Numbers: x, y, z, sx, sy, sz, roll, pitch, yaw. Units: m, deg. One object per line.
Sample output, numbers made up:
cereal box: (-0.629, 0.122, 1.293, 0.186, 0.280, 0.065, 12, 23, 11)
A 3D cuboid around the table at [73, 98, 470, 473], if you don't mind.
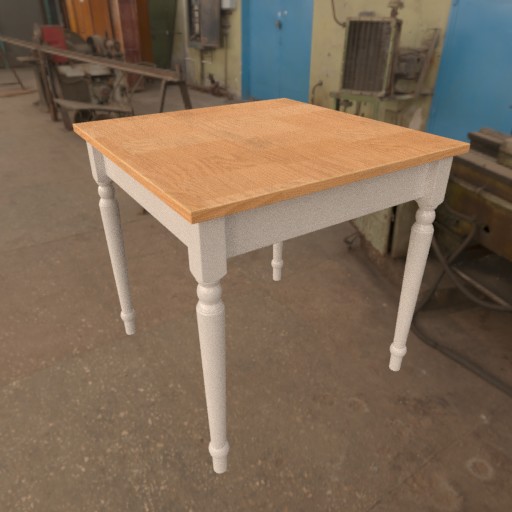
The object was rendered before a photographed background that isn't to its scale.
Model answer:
table: (0.000, 0.000, 1.339, 0.747, 0.738, 0.747, -18, 34, -29)
